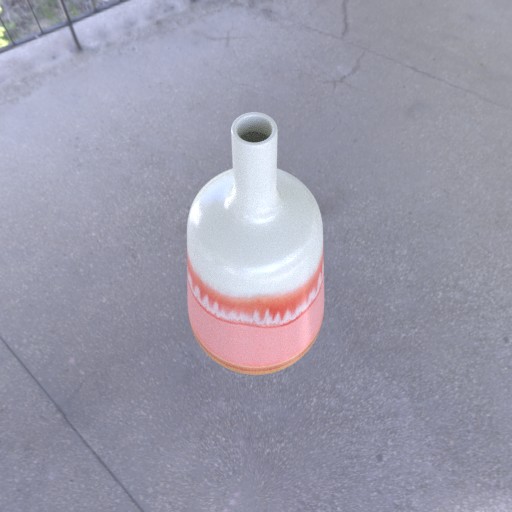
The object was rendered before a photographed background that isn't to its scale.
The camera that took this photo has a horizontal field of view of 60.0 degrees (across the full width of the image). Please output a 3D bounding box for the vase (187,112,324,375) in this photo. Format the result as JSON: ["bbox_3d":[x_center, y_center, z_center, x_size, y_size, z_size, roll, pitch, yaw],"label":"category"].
[{"bbox_3d":[0.000,0.000,0.379,0.144,0.296,0.144,0,61,0],"label":"vase"}]
